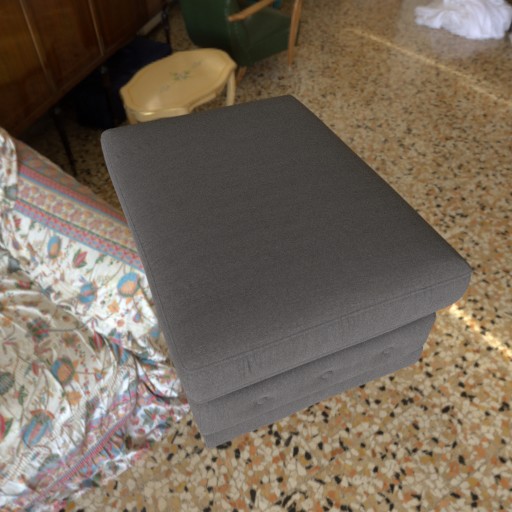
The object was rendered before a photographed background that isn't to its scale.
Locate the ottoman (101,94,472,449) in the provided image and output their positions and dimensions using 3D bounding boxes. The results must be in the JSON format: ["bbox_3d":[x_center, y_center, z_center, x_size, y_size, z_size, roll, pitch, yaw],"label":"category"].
[{"bbox_3d":[0.000,0.000,1.118,0.569,0.500,0.771,-17,48,-16],"label":"ottoman"}]
